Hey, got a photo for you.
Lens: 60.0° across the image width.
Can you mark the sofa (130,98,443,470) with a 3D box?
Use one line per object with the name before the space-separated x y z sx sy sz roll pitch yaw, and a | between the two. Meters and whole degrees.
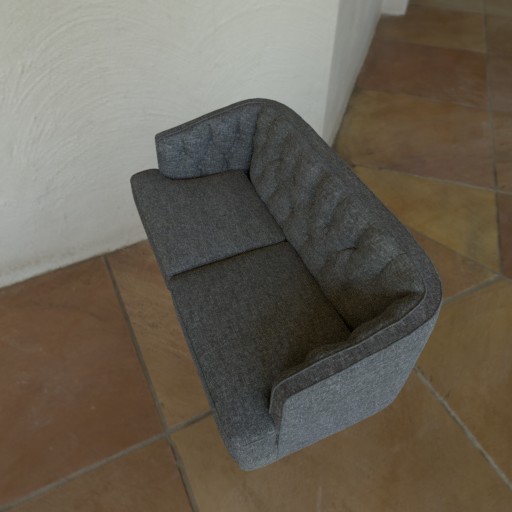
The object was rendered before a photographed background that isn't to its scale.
sofa | 0.000 0.000 2.233 0.941 0.855 1.733 -17 50 -15
